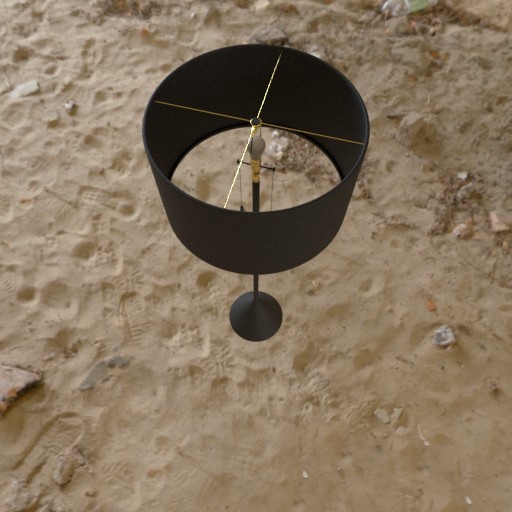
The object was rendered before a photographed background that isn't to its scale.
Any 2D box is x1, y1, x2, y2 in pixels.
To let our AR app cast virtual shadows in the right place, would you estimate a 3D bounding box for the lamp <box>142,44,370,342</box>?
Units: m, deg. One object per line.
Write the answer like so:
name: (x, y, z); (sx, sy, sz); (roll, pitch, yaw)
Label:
lamp: (0.000, 0.000, 1.809); (0.580, 1.526, 0.580); (14, 64, 7)
